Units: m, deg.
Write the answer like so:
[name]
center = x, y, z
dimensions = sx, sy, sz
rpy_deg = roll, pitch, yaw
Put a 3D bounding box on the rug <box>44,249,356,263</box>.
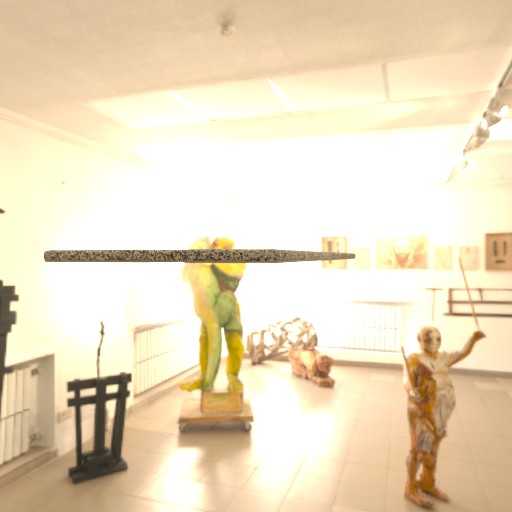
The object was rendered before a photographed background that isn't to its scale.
[rug]
center = 0.000, 0.000, 1.715
dimensions = 0.609, 0.030, 1.524
rpy_deg = 0, 0, 18
